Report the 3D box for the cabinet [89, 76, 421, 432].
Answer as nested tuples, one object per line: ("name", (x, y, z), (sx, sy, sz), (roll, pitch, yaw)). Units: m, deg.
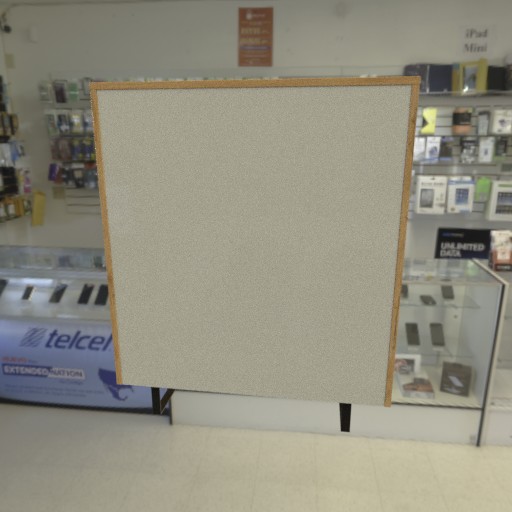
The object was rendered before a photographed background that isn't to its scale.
("cabinet", (0.000, 0.000, 1.949), (1.168, 1.397, 0.473), (2, 15, 8))
